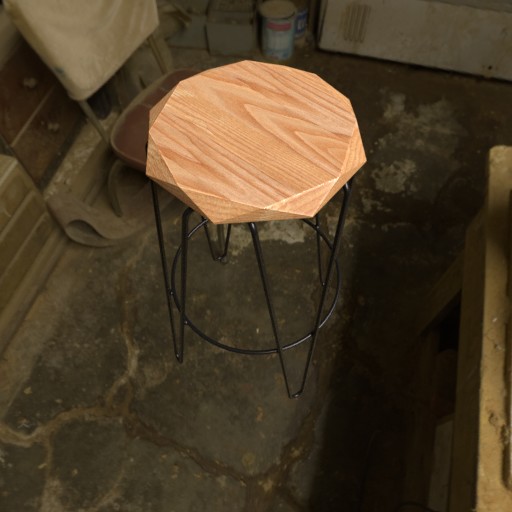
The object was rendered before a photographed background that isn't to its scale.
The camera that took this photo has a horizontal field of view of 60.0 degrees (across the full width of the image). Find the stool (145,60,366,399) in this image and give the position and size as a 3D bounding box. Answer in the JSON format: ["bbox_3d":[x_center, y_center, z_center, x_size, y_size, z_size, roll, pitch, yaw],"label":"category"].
[{"bbox_3d":[0.000,0.000,0.798,0.326,0.610,0.326,15,60,9],"label":"stool"}]
